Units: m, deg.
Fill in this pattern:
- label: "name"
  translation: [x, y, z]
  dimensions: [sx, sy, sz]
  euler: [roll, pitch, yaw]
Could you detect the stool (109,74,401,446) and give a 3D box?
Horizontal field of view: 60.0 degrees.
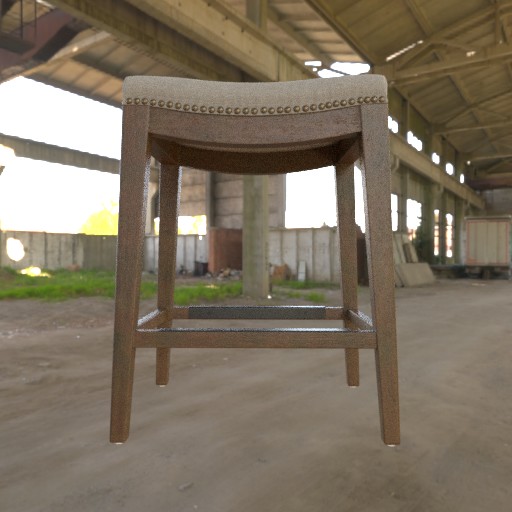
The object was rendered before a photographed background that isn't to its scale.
- label: "stool"
  translation: [0.000, 0.000, 0.945]
  dimensions: [0.508, 0.660, 0.356]
  euler: [0, 1, 1]
